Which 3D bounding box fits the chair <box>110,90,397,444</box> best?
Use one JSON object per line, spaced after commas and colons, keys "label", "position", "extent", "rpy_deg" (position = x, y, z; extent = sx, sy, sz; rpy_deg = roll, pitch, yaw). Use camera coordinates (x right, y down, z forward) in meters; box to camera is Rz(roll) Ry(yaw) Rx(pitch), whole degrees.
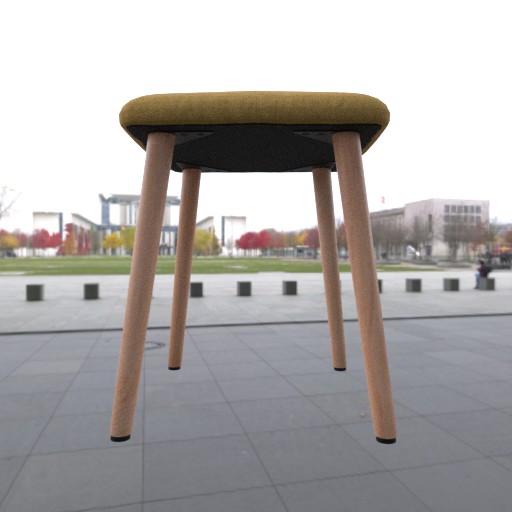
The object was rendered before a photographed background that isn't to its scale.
{"label": "chair", "position": [0.000, 0.000, 0.695], "extent": [0.350, 0.440, 0.350], "rpy_deg": [0, 0, 1]}
